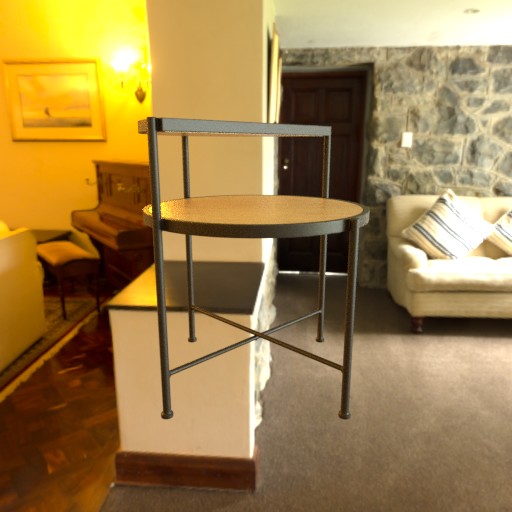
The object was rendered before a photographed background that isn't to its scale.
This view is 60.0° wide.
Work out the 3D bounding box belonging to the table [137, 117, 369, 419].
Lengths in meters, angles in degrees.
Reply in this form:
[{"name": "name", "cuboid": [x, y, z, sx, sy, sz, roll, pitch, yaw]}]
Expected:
[{"name": "table", "cuboid": [0.000, 0.000, 1.185, 0.629, 0.684, 0.628, -13, 19, -43]}]
